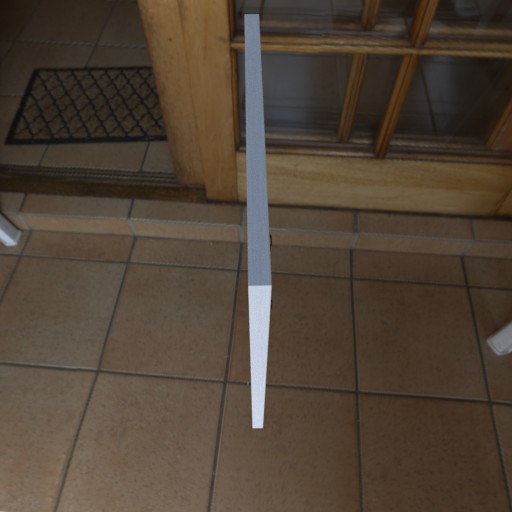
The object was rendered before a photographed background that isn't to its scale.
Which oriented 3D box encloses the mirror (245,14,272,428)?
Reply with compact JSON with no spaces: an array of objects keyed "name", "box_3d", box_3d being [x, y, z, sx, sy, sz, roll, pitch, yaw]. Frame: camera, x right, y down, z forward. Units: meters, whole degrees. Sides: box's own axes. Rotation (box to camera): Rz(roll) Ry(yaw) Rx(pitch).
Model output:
[{"name":"mirror","box_3d":[0.000,0.000,1.311,0.040,1.016,0.762,-1,57,-1]}]
